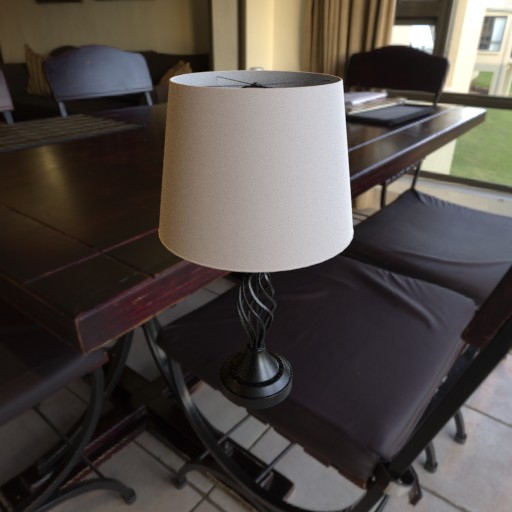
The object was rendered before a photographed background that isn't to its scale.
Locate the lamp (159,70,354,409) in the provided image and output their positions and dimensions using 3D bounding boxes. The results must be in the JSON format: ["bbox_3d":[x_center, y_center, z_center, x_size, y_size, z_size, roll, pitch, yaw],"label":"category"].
[{"bbox_3d":[0.000,0.000,0.793,0.331,0.594,0.331,0,27,0],"label":"lamp"}]
